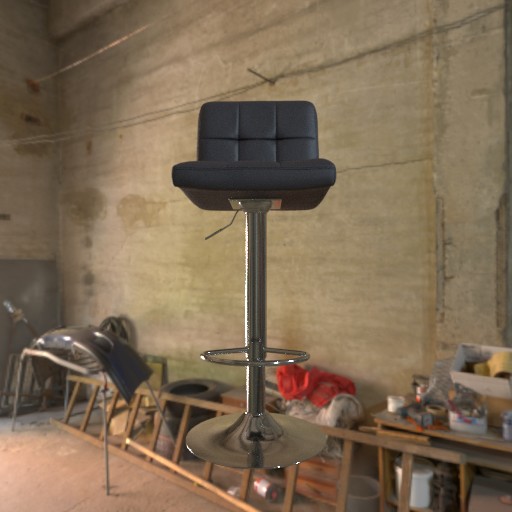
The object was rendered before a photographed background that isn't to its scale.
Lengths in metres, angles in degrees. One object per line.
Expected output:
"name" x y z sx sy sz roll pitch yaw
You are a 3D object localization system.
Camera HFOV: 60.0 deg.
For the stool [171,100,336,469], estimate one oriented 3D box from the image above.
"stool" 0.000 0.000 1.360 0.430 1.115 0.505 0 -1 2
